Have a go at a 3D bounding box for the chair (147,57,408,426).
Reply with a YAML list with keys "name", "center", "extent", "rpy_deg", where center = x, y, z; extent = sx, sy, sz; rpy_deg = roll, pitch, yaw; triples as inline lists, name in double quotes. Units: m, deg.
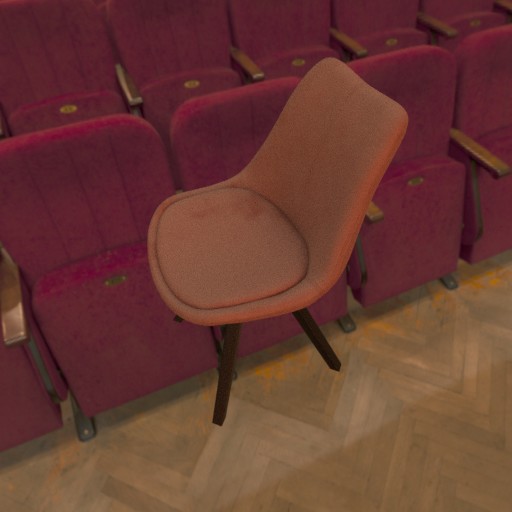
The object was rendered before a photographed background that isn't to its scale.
- name: "chair"
  center: [0.000, 0.000, 1.183]
  extent: [0.547, 0.865, 0.483]
  rpy_deg: [-18, 50, -16]
